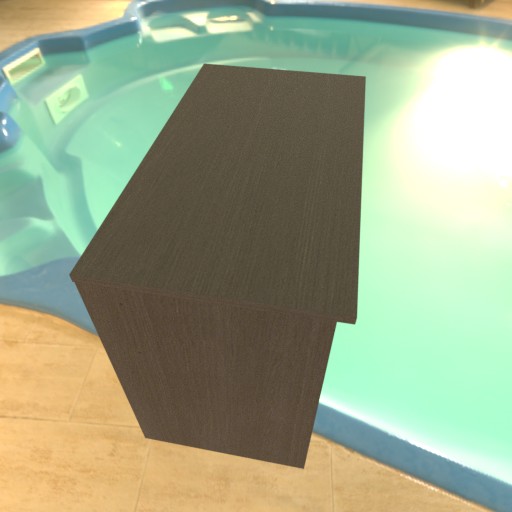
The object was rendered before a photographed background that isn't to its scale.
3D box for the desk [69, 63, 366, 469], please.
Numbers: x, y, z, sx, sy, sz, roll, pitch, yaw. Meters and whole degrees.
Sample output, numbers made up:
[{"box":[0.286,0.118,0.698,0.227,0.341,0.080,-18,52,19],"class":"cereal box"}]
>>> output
[{"box":[0.000,0.000,1.308,0.498,0.724,0.893,8,47,7],"class":"desk"}]
